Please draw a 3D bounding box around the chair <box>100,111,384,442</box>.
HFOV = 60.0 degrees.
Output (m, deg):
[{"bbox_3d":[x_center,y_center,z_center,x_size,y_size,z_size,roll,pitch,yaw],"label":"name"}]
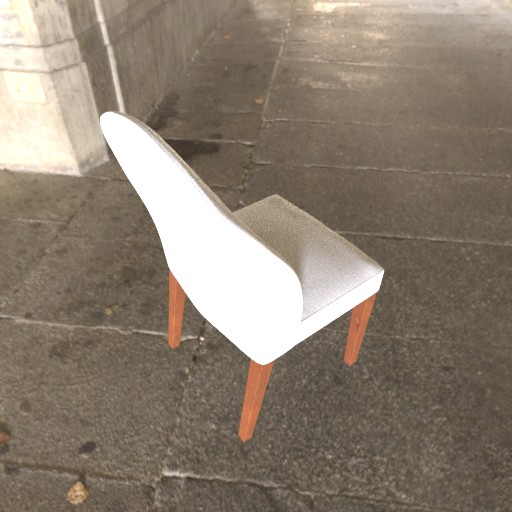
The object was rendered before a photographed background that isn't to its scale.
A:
[{"bbox_3d":[0.000,0.000,1.189,0.540,0.893,0.472,-27,48,-27],"label":"chair"}]
